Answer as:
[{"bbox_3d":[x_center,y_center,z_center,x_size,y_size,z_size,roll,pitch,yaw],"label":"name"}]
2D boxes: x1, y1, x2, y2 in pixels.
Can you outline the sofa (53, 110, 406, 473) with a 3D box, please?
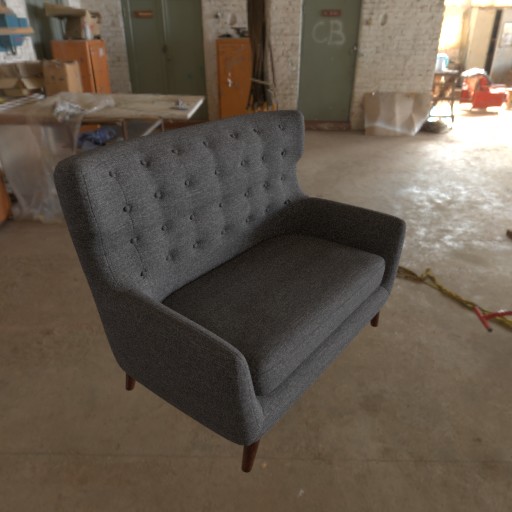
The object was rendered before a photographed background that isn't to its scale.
[{"bbox_3d":[0.000,0.000,1.945,0.874,1.028,1.358,19,33,33],"label":"sofa"}]
